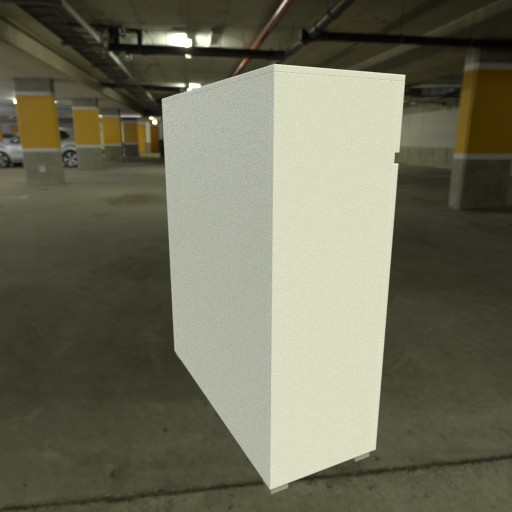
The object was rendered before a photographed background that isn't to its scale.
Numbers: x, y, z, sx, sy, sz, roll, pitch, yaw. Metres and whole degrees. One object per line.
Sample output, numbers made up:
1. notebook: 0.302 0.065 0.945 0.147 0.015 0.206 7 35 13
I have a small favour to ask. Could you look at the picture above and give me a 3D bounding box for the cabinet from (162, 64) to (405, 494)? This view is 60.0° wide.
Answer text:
1. cabinet: 0.000 0.000 1.686 0.400 1.190 1.000 -7 16 -25
